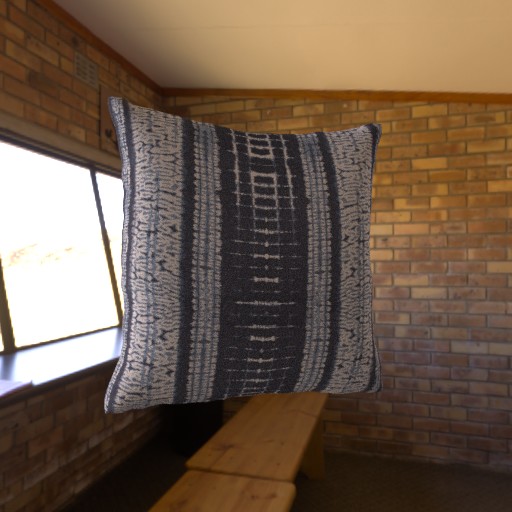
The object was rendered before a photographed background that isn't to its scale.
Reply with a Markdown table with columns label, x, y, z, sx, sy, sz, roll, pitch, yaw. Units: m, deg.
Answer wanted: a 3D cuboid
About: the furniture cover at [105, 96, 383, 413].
| label | x | y | z | sx | sy | sz | roll | pitch | yaw |
| --- | --- | --- | --- | --- | --- | --- | --- | --- | --- |
| furniture cover | 0.000 | 0.000 | 0.661 | 0.425 | 0.435 | 0.133 | 0 | -1 | -16 |
